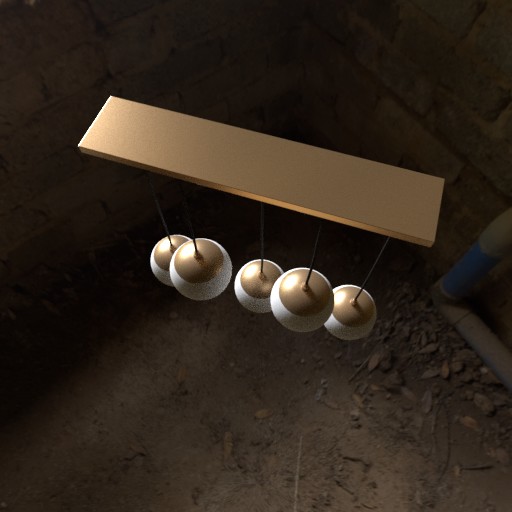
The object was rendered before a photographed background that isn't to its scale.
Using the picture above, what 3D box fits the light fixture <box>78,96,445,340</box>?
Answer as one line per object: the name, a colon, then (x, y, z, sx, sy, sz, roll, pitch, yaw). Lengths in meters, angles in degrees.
light fixture: (0.000, 0.000, 1.320, 0.863, 0.869, 0.299, 16, 64, 8)
